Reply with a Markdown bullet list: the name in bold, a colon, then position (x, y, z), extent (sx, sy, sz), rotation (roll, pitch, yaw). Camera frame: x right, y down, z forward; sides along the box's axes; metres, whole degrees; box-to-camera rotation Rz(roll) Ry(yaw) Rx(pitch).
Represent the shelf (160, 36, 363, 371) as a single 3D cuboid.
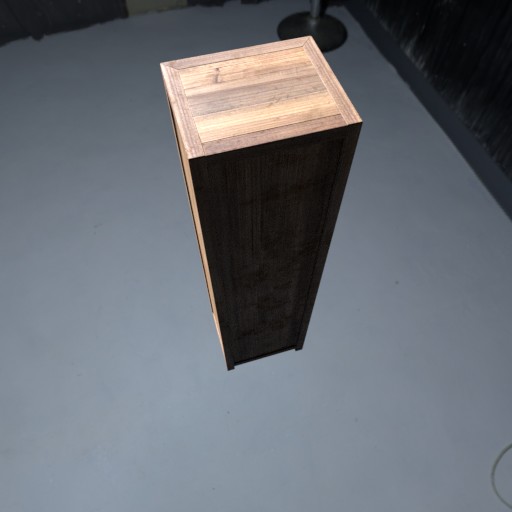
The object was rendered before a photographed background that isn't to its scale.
- **shelf**: position (0.000, 0.000, 2.123), extent (0.500, 1.900, 0.428), rotation (-14, 60, -8)
